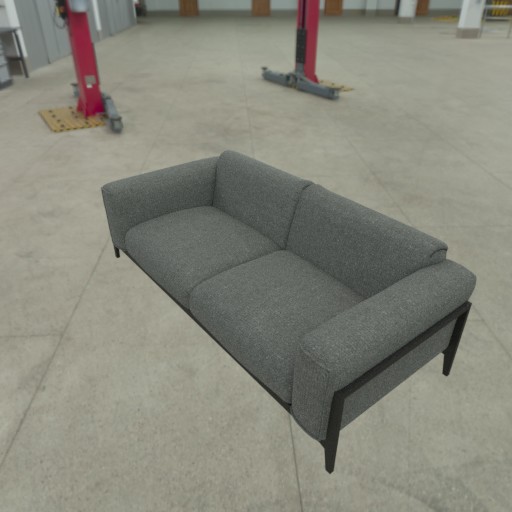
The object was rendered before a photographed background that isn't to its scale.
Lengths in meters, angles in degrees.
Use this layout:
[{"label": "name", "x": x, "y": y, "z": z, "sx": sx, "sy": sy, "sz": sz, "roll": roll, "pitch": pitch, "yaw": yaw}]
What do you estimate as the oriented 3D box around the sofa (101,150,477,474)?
[{"label": "sofa", "x": 0.000, "y": 0.000, "z": 2.556, "sx": 0.985, "sy": 0.703, "sz": 2.125, "roll": -22, "pitch": 38, "yaw": -32}]
